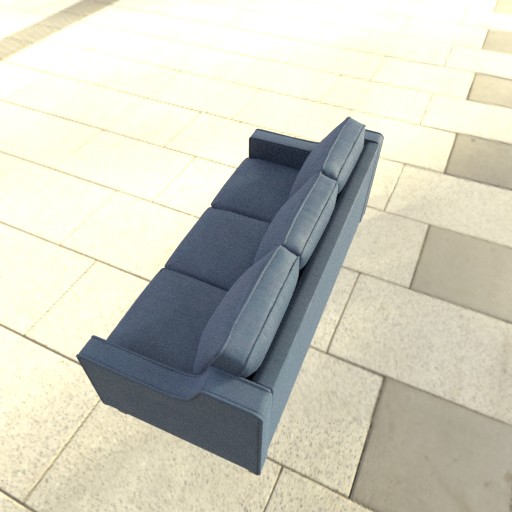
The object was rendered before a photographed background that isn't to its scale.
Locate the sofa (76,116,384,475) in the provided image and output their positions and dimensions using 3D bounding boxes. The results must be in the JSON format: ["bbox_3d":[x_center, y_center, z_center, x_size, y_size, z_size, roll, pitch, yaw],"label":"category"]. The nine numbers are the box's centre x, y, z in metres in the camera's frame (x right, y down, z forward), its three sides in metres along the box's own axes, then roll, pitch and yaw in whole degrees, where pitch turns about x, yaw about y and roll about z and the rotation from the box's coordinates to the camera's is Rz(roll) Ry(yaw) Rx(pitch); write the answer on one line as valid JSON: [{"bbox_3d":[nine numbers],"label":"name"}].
[{"bbox_3d":[0.000,0.000,2.552,0.911,0.974,1.986,18,50,16],"label":"sofa"}]
